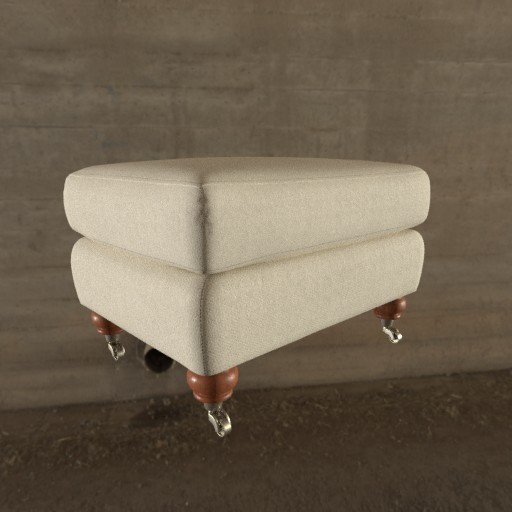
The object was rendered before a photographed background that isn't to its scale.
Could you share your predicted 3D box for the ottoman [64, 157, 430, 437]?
[{"bbox_3d":[0.000,0.000,1.144,0.773,0.499,0.569,-12,18,-41],"label":"ottoman"}]
